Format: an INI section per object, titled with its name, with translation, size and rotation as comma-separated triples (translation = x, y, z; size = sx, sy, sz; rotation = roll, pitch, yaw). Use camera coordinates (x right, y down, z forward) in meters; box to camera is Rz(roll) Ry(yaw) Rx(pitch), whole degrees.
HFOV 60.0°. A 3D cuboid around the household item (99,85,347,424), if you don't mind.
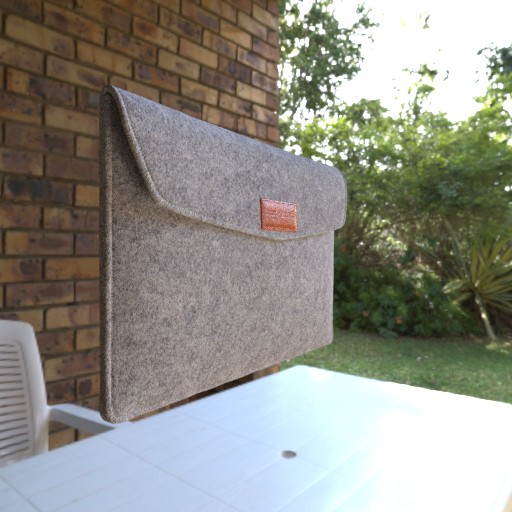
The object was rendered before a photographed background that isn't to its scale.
[household item]
translation = 0.000, 0.000, 0.421
size = 0.057, 0.221, 0.335
rotation = 0, 1, 35
